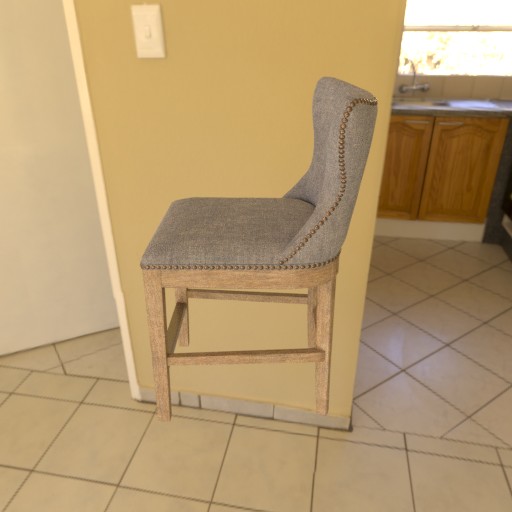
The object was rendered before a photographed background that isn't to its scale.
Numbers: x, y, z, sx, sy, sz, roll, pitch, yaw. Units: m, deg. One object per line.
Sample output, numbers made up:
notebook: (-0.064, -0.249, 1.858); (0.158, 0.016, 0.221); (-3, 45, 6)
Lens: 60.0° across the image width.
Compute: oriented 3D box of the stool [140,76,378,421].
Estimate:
stool: (0.000, 0.000, 1.349); (0.608, 0.981, 0.498); (0, 27, 1)
